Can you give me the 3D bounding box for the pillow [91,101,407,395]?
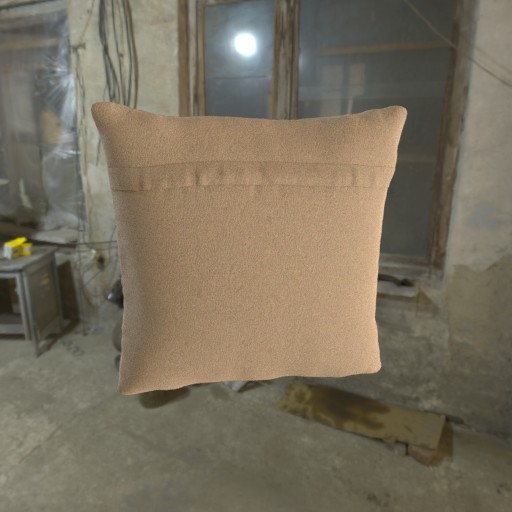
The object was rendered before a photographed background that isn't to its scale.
[{"bbox_3d":[0.000,0.000,0.704,0.459,0.458,0.181,-2,15,-9],"label":"pillow"}]
